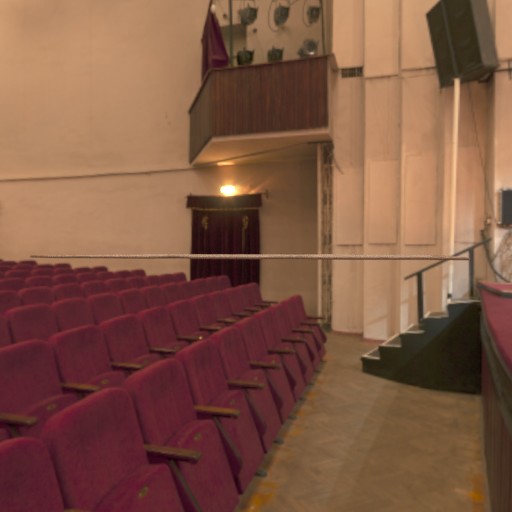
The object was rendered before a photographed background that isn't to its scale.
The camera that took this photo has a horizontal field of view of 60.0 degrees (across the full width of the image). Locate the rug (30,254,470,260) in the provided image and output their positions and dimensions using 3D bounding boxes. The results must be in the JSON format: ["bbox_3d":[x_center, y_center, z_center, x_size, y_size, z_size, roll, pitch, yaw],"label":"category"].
[{"bbox_3d":[0.000,0.000,1.077,0.867,0.007,0.515,0,1,16],"label":"rug"}]
